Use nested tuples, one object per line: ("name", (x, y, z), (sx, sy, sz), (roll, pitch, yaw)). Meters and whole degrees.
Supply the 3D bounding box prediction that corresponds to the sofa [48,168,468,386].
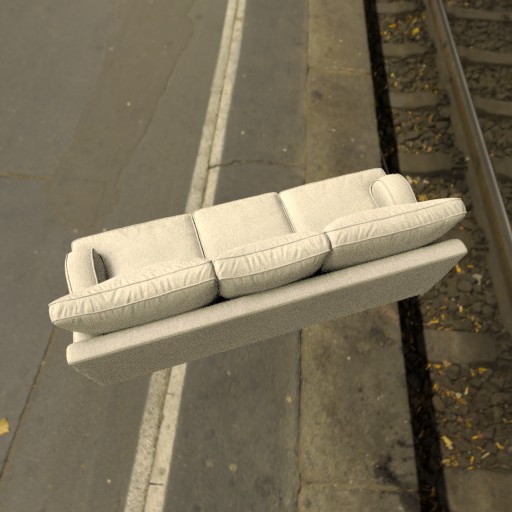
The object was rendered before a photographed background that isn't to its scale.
("sofa", (0.000, 0.000, 2.882), (2.323, 0.991, 1.016), (-15, 58, -9))
